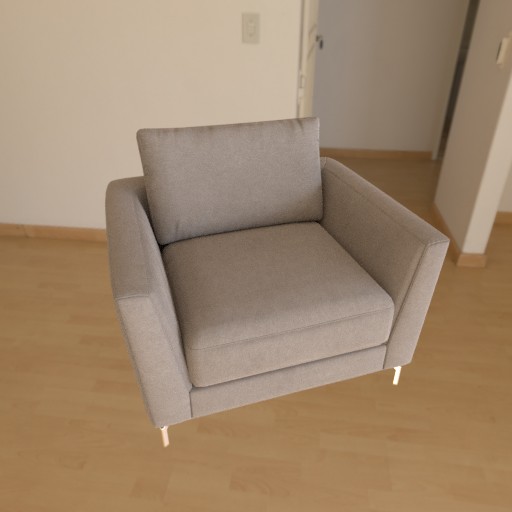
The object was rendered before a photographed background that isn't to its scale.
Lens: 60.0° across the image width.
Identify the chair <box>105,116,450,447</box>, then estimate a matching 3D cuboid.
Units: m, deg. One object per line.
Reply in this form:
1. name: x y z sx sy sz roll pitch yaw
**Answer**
1. chair: 0.000 0.000 1.694 1.041 0.864 0.889 -9 32 -15
